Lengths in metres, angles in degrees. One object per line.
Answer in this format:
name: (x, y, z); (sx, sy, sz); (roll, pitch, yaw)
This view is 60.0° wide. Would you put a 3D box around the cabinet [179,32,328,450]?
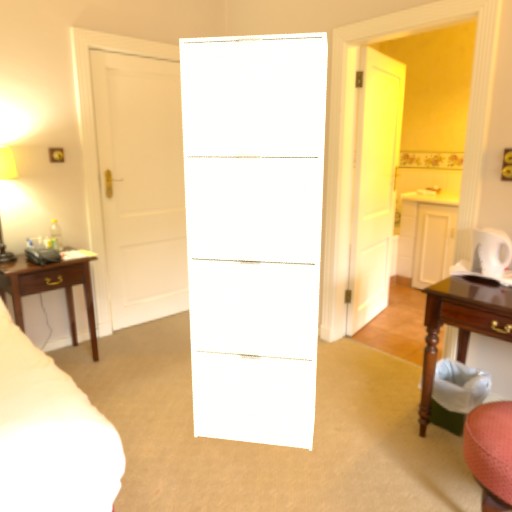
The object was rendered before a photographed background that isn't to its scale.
cabinet: (0.000, 0.000, 1.837); (0.520, 1.630, 0.255); (2, 14, 10)
